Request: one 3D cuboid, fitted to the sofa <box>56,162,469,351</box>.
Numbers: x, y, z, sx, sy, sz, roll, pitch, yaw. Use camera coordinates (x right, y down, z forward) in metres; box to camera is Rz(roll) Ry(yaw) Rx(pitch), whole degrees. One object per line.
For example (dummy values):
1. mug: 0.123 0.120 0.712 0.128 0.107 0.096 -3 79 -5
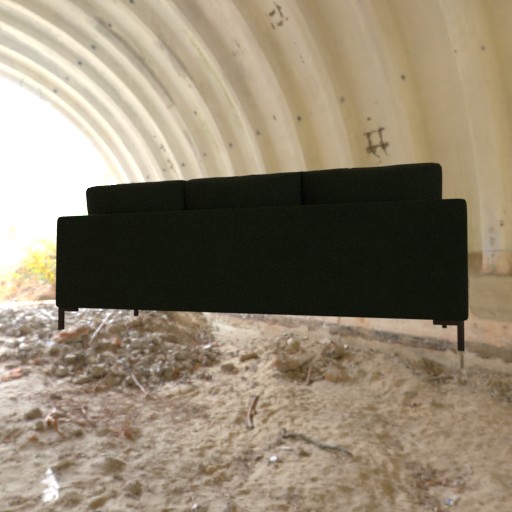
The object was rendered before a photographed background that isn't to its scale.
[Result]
1. sofa: 0.000 0.000 2.665 2.218 0.870 0.859 -1 -2 18
